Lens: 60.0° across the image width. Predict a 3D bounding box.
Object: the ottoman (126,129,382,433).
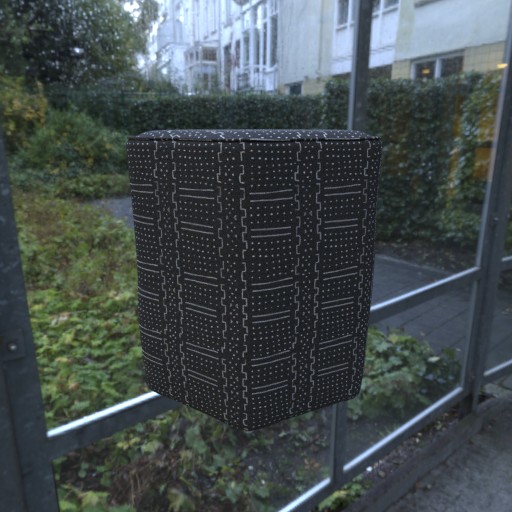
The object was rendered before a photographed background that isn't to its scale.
[{"bbox_3d":[0.000,0.000,0.917,0.494,0.502,0.443,-8,18,-25],"label":"ottoman"}]
